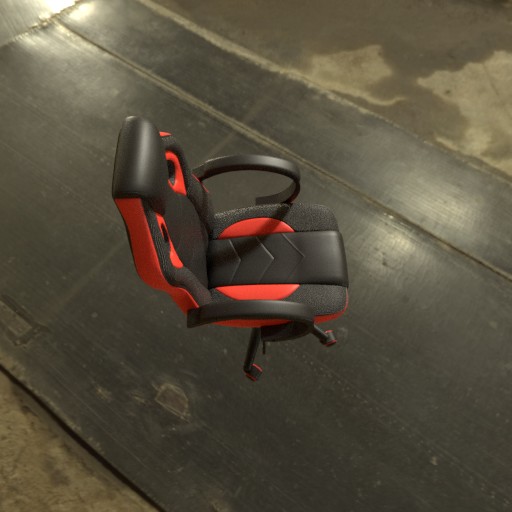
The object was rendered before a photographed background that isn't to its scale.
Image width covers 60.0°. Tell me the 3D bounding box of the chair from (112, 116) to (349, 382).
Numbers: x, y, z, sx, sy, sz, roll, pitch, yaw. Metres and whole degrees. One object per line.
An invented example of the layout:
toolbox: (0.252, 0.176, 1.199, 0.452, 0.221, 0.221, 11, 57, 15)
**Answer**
chair: (0.000, 0.000, 1.416, 0.642, 1.016, 0.600, -2, 63, -1)
